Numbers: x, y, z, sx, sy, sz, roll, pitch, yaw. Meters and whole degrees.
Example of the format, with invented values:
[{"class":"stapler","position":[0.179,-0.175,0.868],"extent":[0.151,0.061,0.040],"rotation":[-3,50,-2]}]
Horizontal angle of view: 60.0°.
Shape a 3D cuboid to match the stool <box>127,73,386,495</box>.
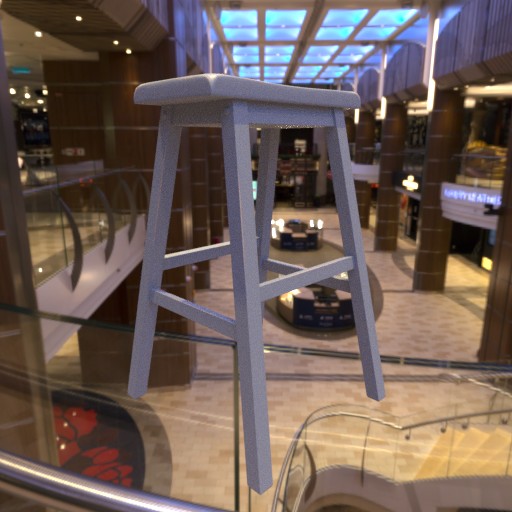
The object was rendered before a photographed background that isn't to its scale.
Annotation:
[{"class":"stool","position":[0.000,0.000,1.038],"extent":[0.476,0.737,0.457],"rotation":[14,20,43]}]
